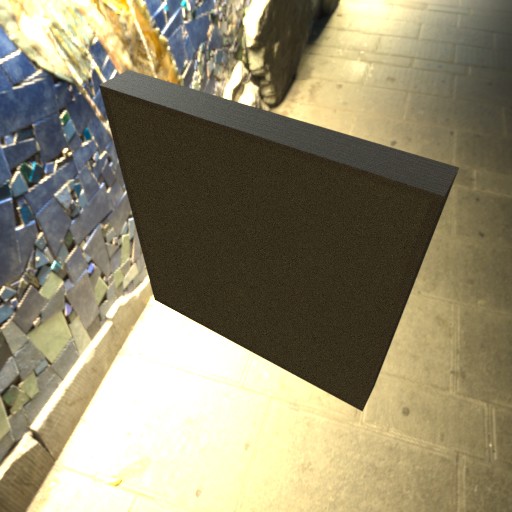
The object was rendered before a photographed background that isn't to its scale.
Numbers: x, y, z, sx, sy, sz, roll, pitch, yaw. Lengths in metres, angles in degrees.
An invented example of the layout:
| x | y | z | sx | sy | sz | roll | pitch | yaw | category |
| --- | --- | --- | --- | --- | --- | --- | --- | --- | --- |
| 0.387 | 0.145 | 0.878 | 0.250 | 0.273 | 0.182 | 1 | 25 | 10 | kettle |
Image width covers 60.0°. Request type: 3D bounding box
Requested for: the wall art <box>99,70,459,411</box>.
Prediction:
| x | y | z | sx | sy | sz | roll | pitch | yaw | category |
| --- | --- | --- | --- | --- | --- | --- | --- | --- | --- |
| 0.000 | 0.000 | 0.457 | 0.304 | 0.303 | 0.038 | 24 | 50 | 22 | wall art |
